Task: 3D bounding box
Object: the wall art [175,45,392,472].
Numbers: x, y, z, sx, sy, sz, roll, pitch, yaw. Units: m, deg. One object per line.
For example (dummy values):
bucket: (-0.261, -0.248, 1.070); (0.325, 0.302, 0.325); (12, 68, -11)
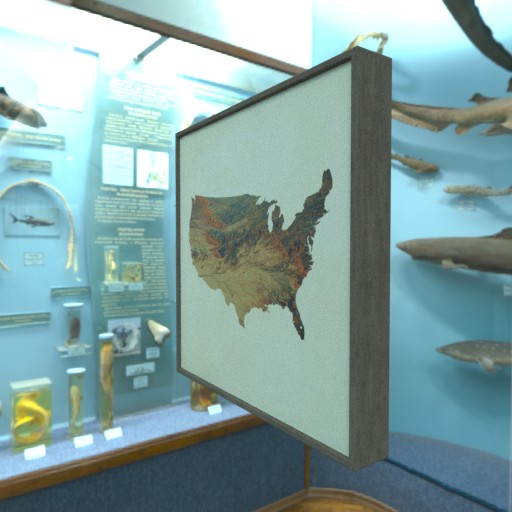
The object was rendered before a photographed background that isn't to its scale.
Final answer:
wall art: (0.000, 0.000, 0.448); (0.038, 0.302, 0.303); (-1, 2, -35)
